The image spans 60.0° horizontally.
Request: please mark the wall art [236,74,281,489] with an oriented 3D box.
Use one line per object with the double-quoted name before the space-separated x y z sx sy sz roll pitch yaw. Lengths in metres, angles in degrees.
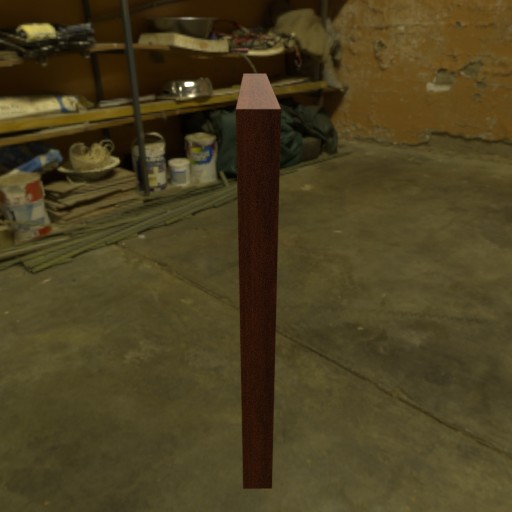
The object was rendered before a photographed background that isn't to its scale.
"wall art" 0.000 0.000 0.529 0.030 0.381 0.330 0 26 -1
